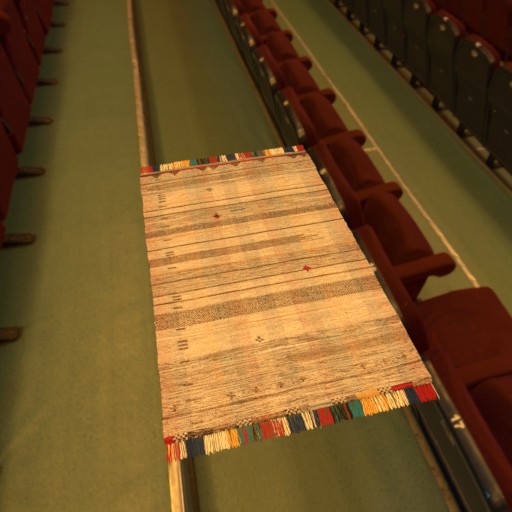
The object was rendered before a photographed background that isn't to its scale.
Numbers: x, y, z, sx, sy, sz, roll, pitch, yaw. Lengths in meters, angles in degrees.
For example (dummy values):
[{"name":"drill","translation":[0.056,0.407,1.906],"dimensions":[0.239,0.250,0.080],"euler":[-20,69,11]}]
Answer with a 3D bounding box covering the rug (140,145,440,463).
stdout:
[{"name":"rug","translation":[0.000,0.000,3.044],"dimensions":[1.465,0.012,2.465],"euler":[-10,48,-9]}]
